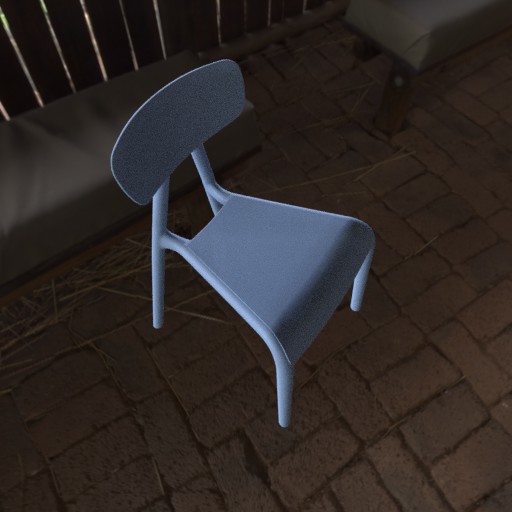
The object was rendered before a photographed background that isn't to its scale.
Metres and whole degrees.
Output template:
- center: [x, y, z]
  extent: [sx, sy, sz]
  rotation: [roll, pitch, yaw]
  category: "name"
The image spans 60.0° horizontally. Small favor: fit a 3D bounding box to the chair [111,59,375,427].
- center: [0.000, 0.000, 0.850]
  extent: [0.401, 0.580, 0.356]
  rotation: [30, 62, 18]
  category: "chair"
